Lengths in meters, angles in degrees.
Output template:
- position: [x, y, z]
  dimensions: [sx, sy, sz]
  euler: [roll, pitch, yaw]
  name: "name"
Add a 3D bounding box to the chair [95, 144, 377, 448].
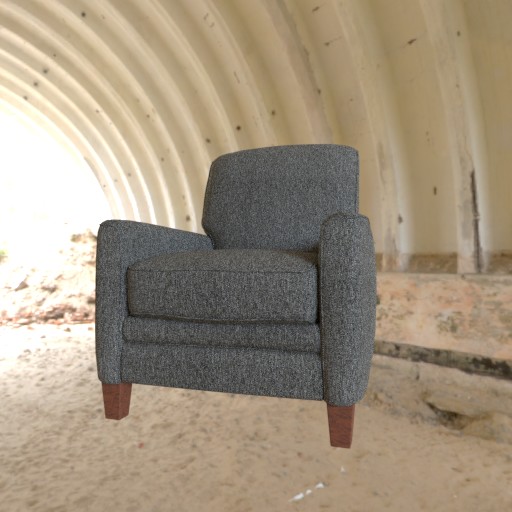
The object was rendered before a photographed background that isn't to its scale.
- position: [0.000, 0.000, 1.621]
  dimensions: [0.848, 1.014, 0.864]
  euler: [0, -1, 17]
  name: "chair"
